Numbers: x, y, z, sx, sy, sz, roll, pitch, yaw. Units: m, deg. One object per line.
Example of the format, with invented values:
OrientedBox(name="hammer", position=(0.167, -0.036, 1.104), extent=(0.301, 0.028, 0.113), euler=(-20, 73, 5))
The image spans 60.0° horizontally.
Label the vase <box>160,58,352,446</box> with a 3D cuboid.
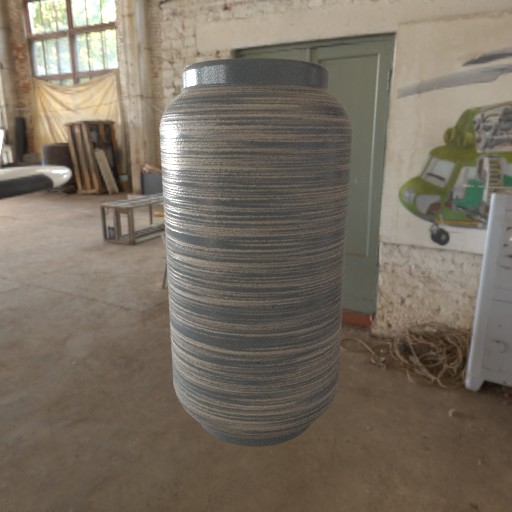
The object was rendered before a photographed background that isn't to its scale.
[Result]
OrientedBox(name="vase", position=(0.000, 0.000, 0.294), extent=(0.116, 0.230, 0.116), euler=(0, 15, 0))
